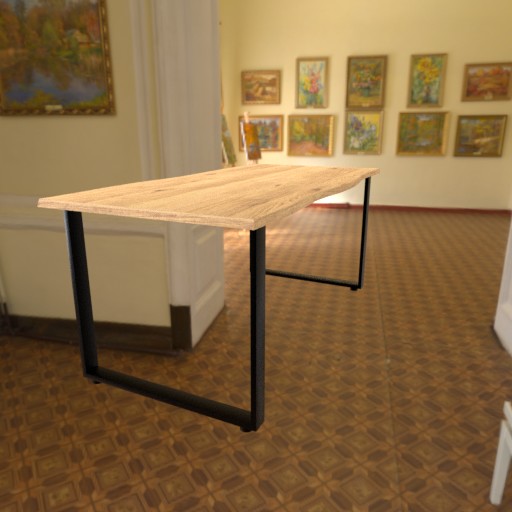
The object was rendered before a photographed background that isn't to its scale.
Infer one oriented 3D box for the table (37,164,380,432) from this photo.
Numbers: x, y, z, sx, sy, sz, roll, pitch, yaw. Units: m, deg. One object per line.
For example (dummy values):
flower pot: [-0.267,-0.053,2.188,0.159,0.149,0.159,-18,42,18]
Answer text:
table: [0.000,0.000,2.279,0.900,0.780,1.800,8,18,25]
